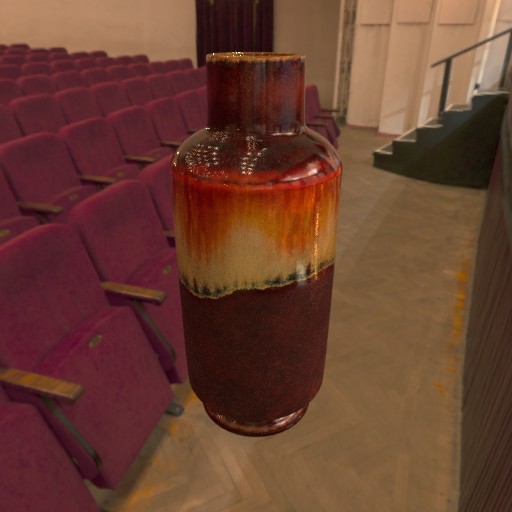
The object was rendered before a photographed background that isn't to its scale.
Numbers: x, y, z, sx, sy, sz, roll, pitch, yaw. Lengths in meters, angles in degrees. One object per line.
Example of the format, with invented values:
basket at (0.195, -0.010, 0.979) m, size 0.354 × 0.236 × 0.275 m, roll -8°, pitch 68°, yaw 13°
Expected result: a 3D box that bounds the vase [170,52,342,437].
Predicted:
vase at (0.000, 0.000, 0.315) m, size 0.111 × 0.261 × 0.111 m, roll 0°, pitch 27°, yaw 0°
